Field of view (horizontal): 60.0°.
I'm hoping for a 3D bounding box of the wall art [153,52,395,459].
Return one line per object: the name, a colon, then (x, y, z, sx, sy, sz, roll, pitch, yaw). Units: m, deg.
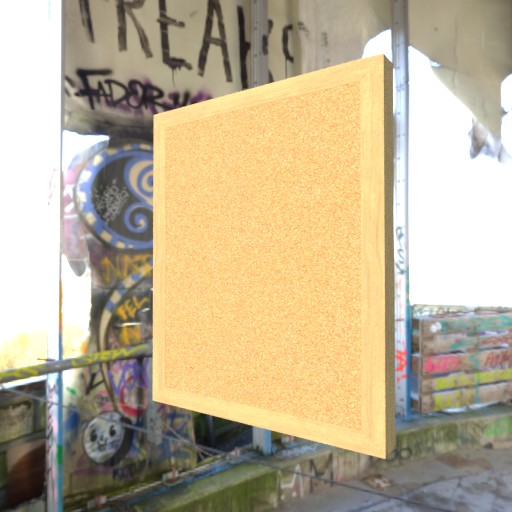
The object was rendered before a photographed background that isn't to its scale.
wall art: (0.000, 0.000, 0.515, 0.312, 0.380, 0.030, -1, -1, 34)
